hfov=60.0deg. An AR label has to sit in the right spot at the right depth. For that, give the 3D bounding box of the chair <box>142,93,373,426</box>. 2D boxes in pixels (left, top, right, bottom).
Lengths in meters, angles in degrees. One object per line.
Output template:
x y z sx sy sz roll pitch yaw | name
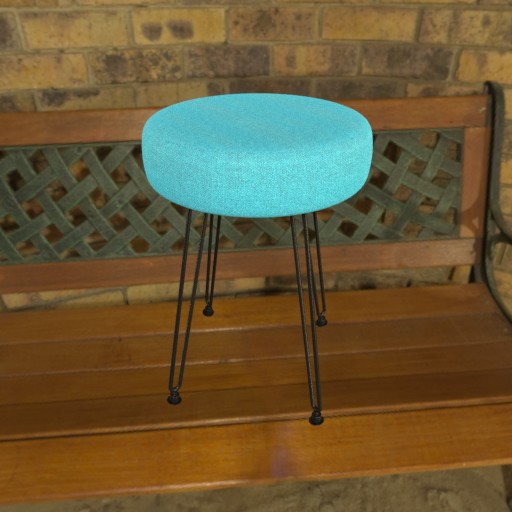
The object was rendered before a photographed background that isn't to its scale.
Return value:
0.000 0.000 0.688 0.350 0.440 0.350 -21 38 -30 | chair
